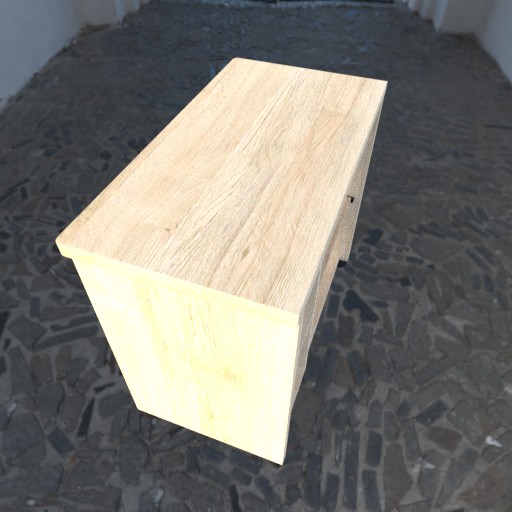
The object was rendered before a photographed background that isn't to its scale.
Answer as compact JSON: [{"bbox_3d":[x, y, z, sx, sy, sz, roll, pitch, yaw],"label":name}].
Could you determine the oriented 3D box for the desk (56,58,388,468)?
[{"bbox_3d":[0.000,0.000,1.330,0.480,0.770,0.885,15,48,14],"label":"desk"}]
